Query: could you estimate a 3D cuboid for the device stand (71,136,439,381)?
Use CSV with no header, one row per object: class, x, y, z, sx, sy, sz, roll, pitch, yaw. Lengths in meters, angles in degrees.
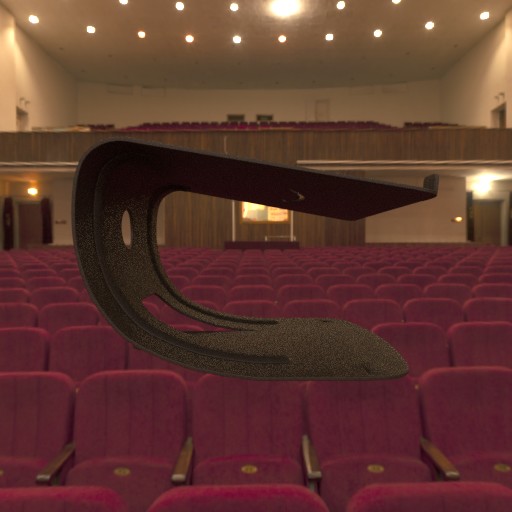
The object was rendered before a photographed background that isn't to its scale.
device stand,0.000,0.000,0.400,0.236,0.155,0.256,0,1,0
